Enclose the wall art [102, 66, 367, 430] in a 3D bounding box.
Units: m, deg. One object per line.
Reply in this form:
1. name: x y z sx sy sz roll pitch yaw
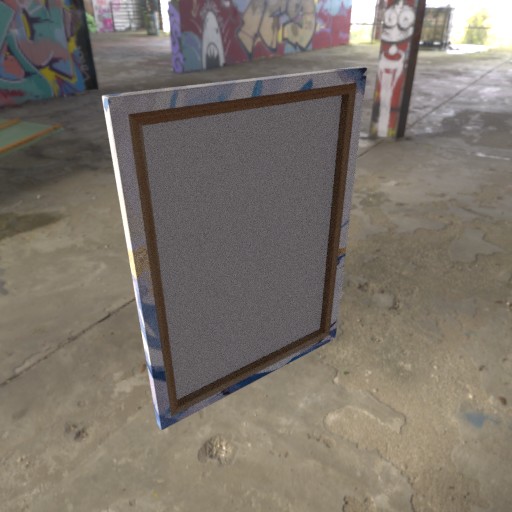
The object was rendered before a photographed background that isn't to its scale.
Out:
1. wall art: 0.000 0.000 1.354 0.761 1.015 0.038 -20 36 -30
